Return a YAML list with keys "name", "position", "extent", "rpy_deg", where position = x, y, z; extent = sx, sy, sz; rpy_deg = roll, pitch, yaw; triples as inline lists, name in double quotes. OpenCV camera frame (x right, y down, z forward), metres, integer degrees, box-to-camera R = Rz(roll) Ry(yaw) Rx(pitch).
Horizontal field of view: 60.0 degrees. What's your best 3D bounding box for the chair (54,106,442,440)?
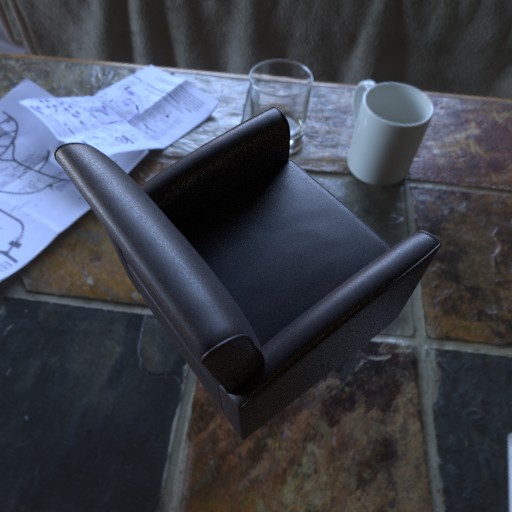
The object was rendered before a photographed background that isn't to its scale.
- name: "chair"
  position: [0.000, 0.000, 1.521]
  extent: [0.819, 0.916, 0.820]
  rpy_deg: [-32, 62, -20]
